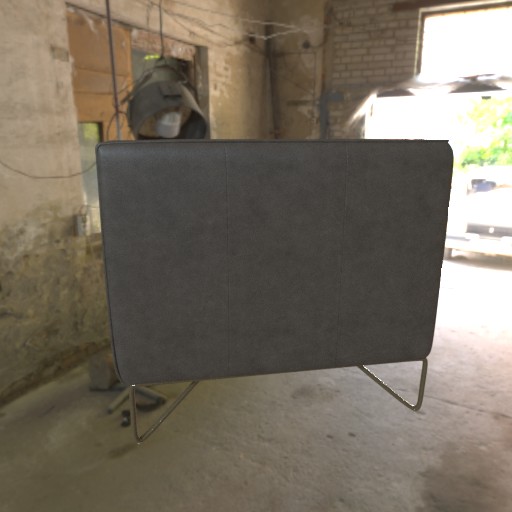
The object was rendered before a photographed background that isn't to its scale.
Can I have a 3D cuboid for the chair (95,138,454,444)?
[{"bbox_3d":[0.000,0.000,1.538,0.894,0.790,0.880,-2,15,-9],"label":"chair"}]
